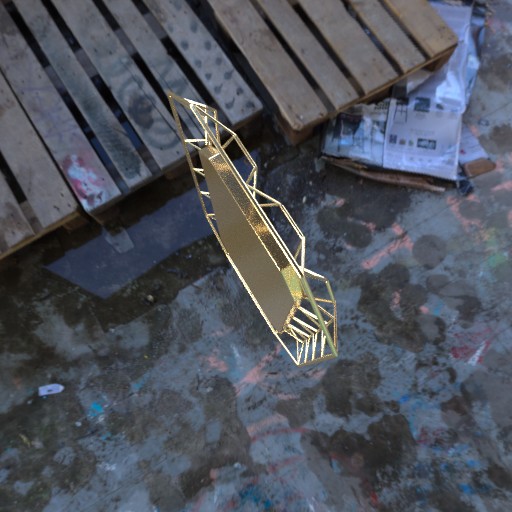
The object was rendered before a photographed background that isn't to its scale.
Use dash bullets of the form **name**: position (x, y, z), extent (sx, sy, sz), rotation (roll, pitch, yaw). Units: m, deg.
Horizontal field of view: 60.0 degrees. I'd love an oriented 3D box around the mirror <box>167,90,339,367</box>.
- **mirror**: position (0.000, 0.000, 1.079), extent (0.051, 0.870, 0.572), rotation (-30, 77, -8)
